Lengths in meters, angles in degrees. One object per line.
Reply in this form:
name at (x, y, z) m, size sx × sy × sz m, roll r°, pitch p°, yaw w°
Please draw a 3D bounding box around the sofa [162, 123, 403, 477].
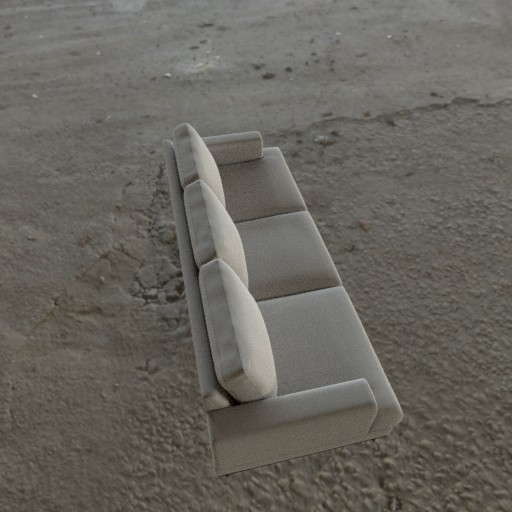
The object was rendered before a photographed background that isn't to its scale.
sofa at (0.000, 0.000, 2.762) m, size 0.920 × 0.810 × 2.310 m, roll -10°, pitch 48°, yaw -9°
